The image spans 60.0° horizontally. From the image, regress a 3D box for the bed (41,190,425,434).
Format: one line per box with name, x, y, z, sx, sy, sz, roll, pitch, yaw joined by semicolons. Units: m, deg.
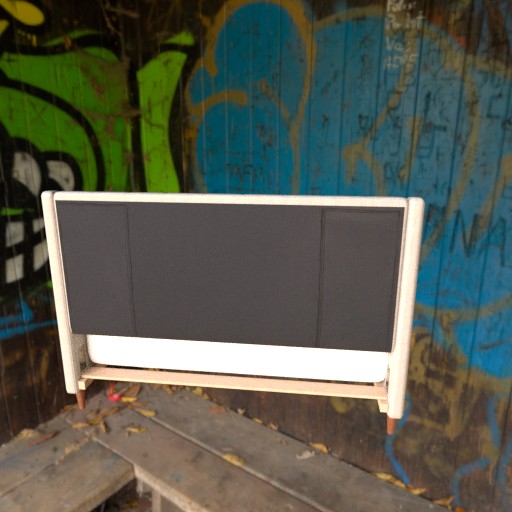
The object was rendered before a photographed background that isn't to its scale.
bed;0.000;0.000;3.073;1.656;1.147;2.232;2;16;7
